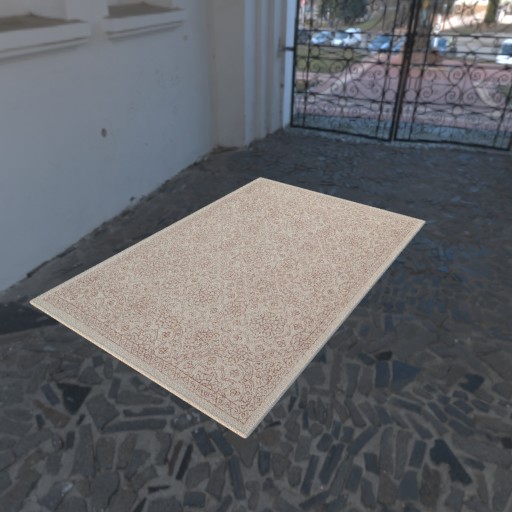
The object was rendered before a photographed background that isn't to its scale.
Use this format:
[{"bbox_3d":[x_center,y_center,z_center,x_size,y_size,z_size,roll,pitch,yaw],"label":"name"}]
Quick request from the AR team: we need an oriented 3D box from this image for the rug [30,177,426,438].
[{"bbox_3d":[0.000,0.000,2.336,1.219,0.010,1.829,20,37,29],"label":"rug"}]
